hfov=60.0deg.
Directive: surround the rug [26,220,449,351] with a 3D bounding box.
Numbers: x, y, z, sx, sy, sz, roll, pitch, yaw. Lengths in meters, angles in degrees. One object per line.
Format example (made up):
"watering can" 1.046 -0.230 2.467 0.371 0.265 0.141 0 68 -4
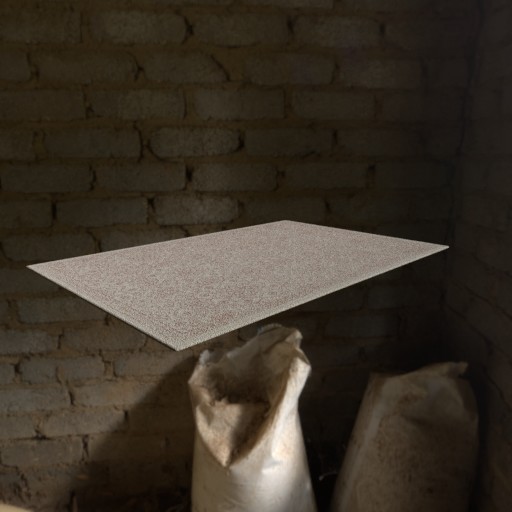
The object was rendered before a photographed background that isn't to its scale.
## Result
"rug" 0.000 0.000 2.271 1.829 0.010 1.219 -14 20 -43
